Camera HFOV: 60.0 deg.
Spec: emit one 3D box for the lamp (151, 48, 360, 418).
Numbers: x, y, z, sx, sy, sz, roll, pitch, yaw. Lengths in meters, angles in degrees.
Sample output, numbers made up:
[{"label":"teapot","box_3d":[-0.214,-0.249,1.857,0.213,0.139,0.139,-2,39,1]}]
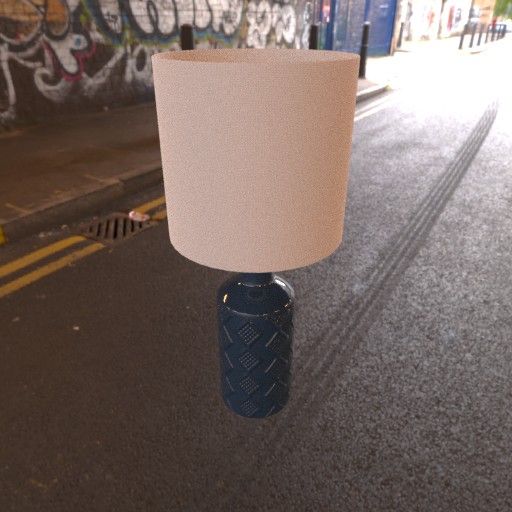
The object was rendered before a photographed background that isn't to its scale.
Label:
[{"label":"lamp","box_3d":[0.000,0.000,0.555,0.207,0.461,0.207,-10,29,-17]}]
